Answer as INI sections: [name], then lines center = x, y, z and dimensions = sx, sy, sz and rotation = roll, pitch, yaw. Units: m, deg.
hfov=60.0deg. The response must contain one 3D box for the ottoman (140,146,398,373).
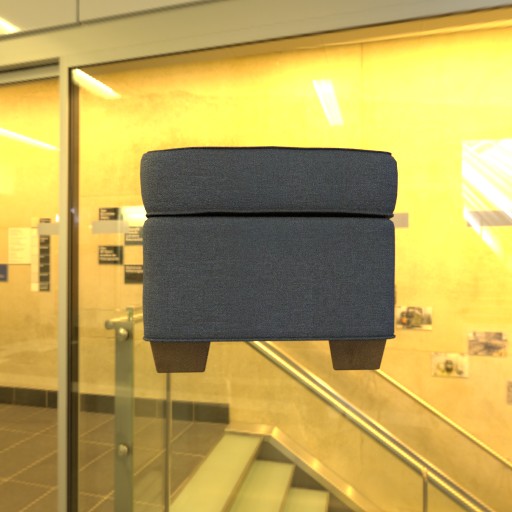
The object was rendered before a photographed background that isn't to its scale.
[ottoman]
center = 0.000, 0.000, 1.384
dimensions = 0.515, 0.460, 1.110
rotation = 0, 0, -3
